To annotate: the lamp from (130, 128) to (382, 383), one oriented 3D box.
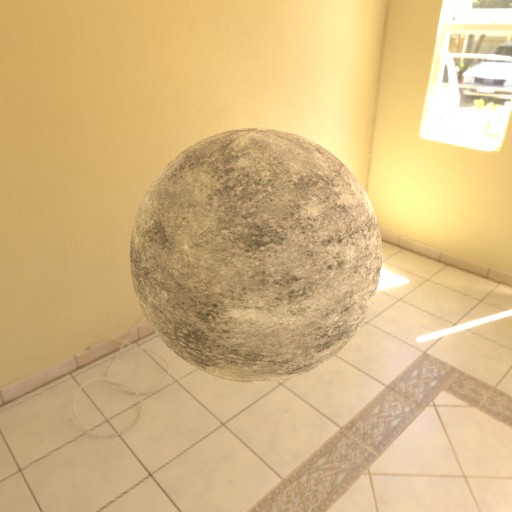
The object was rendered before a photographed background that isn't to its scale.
[{"bbox_3d":[0.000,0.000,0.770,0.422,0.429,0.422,0,28,0],"label":"lamp"}]
